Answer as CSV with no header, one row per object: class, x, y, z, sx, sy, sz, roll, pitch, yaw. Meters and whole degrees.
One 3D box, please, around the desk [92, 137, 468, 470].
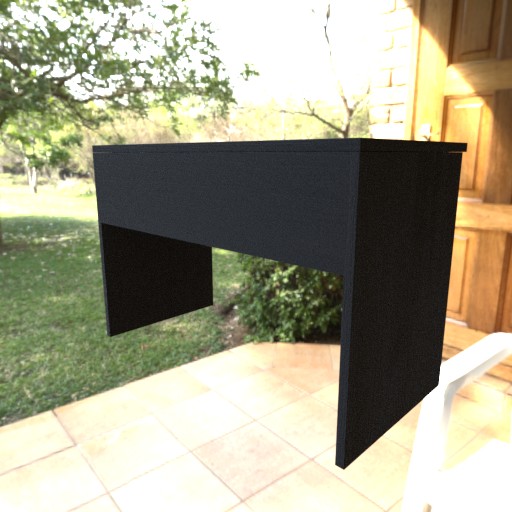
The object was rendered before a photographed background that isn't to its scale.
desk,0.000,0.000,1.492,1.099,0.729,0.557,12,18,43
